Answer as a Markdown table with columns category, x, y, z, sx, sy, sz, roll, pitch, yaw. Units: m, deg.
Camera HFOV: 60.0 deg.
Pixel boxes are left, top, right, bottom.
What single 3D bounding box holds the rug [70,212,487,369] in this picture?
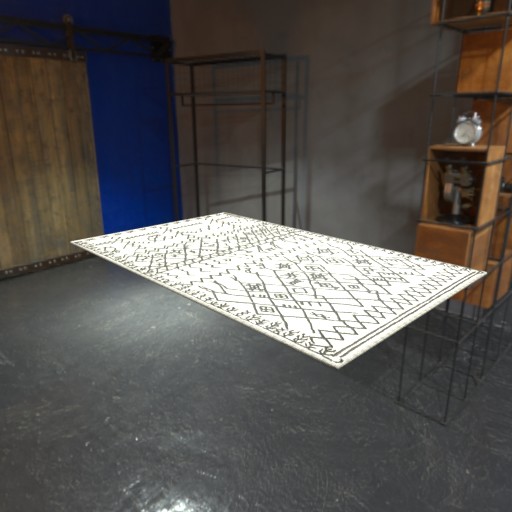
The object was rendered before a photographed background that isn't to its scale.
| category | x | y | z | sx | sy | sz | roll | pitch | yaw |
| --- | --- | --- | --- | --- | --- | --- | --- | --- | --- |
| rug | 0.000 | 0.000 | 3.007 | 1.526 | 0.012 | 2.444 | -16 | 24 | -42 |
